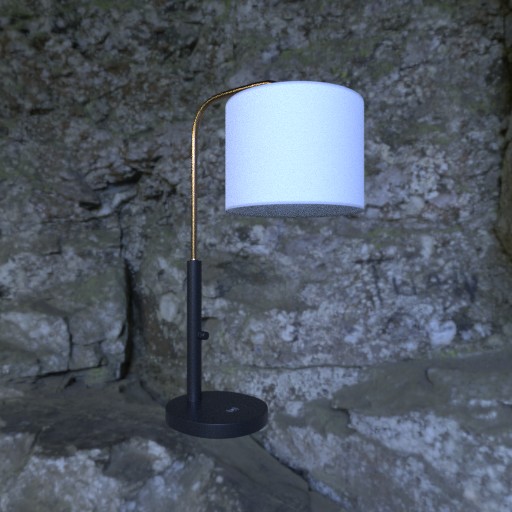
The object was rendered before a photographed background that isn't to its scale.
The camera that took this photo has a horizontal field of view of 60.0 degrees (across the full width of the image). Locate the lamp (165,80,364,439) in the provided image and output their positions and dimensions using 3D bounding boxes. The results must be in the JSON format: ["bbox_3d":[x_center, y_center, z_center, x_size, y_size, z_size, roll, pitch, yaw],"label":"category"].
[{"bbox_3d":[0.000,0.000,0.689,0.337,0.540,0.199,0,0,37],"label":"lamp"}]
